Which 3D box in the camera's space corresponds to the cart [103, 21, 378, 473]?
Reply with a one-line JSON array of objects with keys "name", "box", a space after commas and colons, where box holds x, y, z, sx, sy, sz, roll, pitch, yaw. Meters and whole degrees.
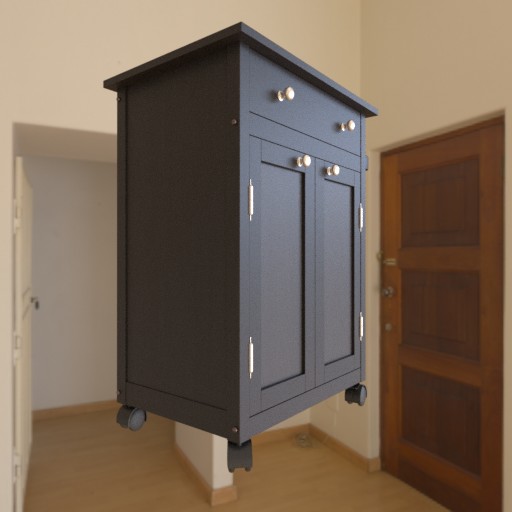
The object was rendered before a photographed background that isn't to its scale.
[{"name": "cart", "box": [0.000, 0.000, 1.229, 0.456, 0.879, 0.660, 0, 0, 38]}]
